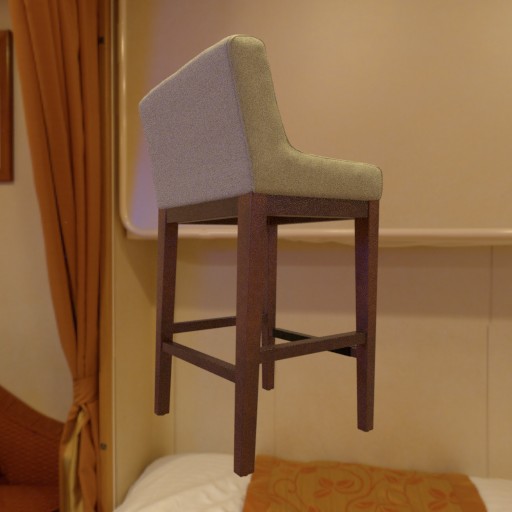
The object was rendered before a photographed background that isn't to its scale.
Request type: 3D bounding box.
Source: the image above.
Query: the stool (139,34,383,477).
[{"bbox_3d":[0.000,0.000,1.232,0.500,0.937,0.511,-1,1,-36],"label":"stool"}]
